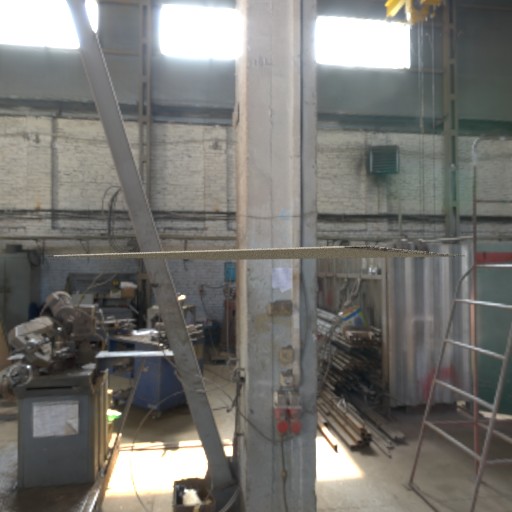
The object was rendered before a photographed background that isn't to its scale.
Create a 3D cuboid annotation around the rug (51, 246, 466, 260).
[{"bbox_3d":[0.000,0.000,4.332,3.327,0.010,2.464,-1,-2,37],"label":"rug"}]
